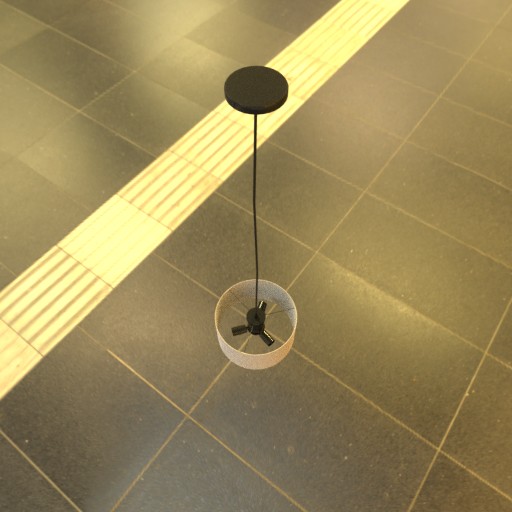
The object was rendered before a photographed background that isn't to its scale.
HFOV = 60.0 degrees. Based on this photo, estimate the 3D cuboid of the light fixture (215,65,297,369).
[{"bbox_3d":[0.000,0.000,1.681,0.399,1.516,0.399,0,58,0],"label":"light fixture"}]
